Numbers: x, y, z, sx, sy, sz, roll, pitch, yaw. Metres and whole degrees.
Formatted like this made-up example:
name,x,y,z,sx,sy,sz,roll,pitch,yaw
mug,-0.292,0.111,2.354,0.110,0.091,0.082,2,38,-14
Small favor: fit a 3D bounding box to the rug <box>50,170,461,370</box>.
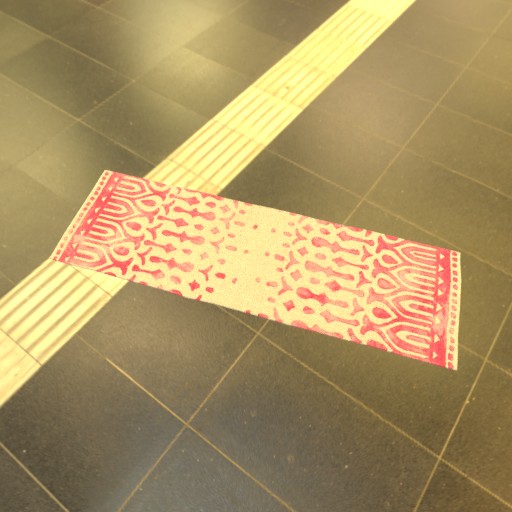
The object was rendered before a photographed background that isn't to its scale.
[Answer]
name,x,y,z,sx,sy,sz,roll,pitch,yaw
rug,0.000,0.000,2.742,2.458,0.011,0.787,14,58,9
